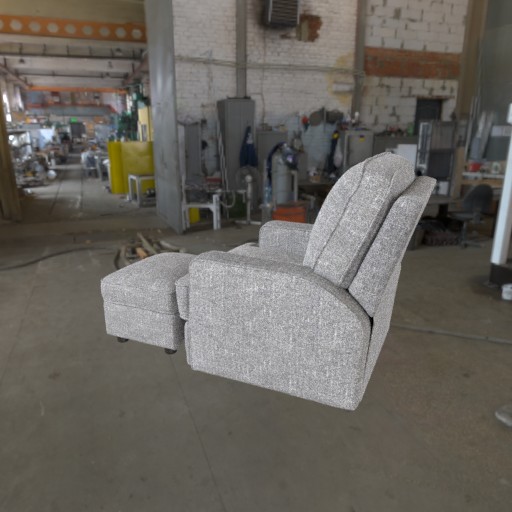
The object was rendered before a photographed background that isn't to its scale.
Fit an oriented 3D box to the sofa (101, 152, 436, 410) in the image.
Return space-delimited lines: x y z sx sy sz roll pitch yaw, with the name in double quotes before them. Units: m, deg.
"sofa" 0.000 0.000 2.088 1.472 0.959 0.861 7 18 23
